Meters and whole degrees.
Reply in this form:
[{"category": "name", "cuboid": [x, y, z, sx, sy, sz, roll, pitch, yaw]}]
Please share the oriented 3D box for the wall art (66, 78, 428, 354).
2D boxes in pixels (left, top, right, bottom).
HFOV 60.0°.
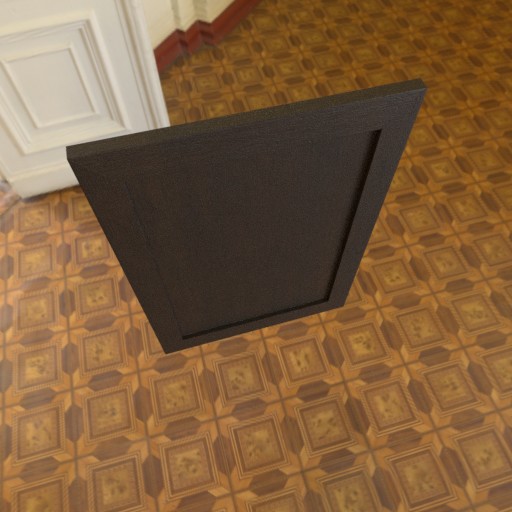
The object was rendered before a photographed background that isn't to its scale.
[{"category": "wall art", "cuboid": [0.000, 0.000, 0.646, 0.359, 0.513, 0.017, -14, 59, -8]}]
